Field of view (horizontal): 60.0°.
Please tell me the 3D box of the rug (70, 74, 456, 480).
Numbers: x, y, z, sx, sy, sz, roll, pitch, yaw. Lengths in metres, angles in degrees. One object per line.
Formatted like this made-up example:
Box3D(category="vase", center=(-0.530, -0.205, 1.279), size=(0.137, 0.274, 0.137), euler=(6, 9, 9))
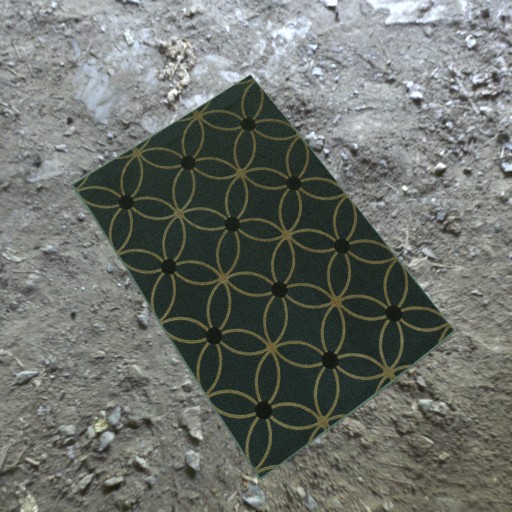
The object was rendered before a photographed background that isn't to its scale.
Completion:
Box3D(category="rug", center=(0.000, 0.000, 2.924), size=(1.522, 0.008, 2.284), euler=(-34, 79, -8))
